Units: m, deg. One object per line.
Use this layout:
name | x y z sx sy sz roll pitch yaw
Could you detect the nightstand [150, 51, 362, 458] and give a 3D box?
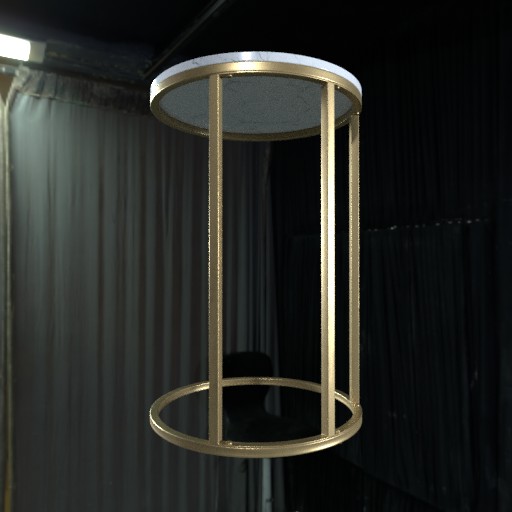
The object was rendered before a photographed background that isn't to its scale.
nightstand | 0.000 0.000 0.861 0.400 0.610 0.400 0 0 -37
